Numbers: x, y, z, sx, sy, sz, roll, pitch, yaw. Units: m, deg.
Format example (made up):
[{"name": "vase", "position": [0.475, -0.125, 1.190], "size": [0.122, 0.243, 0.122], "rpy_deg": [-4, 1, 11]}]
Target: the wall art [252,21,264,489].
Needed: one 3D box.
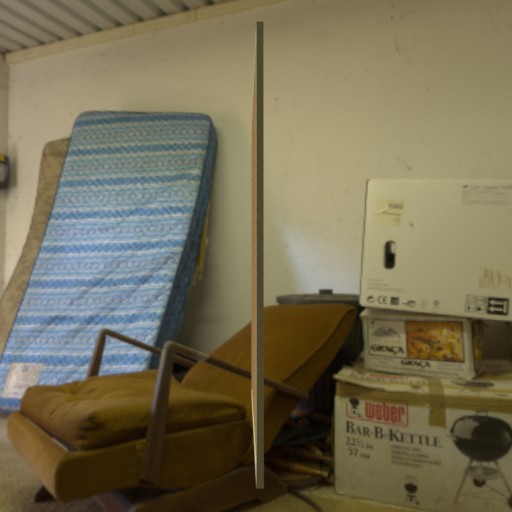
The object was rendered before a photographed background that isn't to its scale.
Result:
[{"name": "wall art", "position": [0.000, 0.000, 1.246], "size": [0.015, 0.965, 0.660], "rpy_deg": [0, -2, -1]}]
